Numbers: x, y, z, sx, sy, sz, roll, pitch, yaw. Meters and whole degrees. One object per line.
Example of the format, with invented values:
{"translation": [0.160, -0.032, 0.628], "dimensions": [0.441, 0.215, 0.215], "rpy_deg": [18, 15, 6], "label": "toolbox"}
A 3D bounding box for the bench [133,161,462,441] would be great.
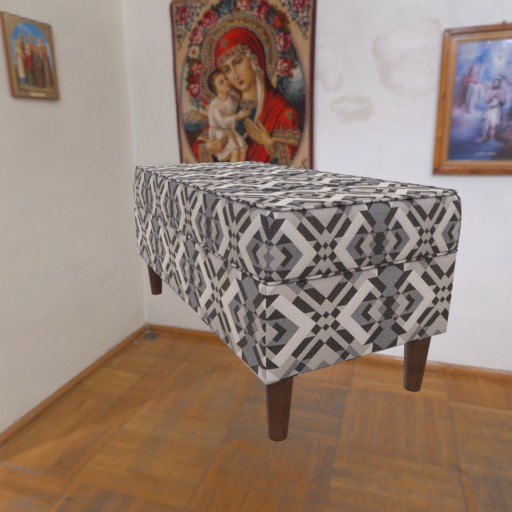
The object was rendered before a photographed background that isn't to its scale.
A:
{"translation": [0.000, 0.000, 1.311], "dimensions": [0.492, 0.477, 1.016], "rpy_deg": [-8, 18, -26], "label": "bench"}
